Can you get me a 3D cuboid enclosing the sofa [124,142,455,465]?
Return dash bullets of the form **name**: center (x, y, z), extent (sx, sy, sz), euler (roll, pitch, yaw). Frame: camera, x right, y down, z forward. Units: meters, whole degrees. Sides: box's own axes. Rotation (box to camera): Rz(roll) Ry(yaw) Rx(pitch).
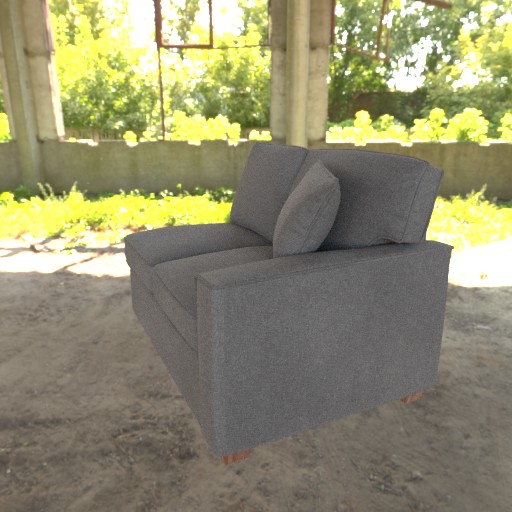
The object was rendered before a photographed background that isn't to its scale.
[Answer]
- **sofa**: center (0.000, 0.000, 2.062), extent (0.991, 0.989, 1.388), euler (-8, 18, -25)
